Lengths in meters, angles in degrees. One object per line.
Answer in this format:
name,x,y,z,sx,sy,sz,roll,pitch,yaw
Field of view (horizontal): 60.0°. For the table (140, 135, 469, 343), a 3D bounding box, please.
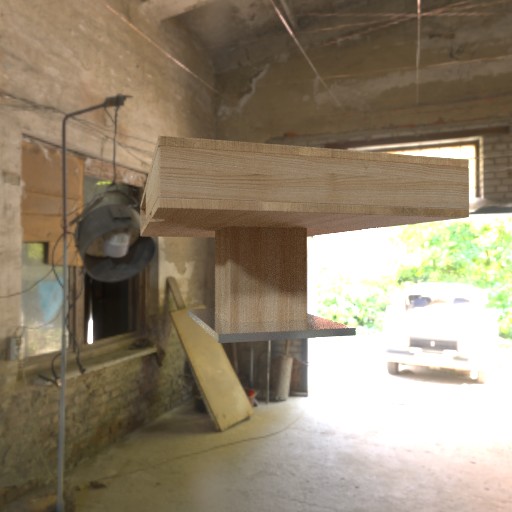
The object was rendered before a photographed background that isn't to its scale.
table,0.000,0.000,1.447,0.700,0.440,1.100,0,0,-16
